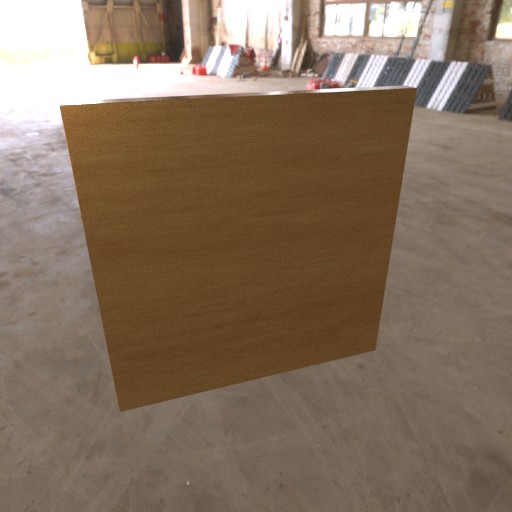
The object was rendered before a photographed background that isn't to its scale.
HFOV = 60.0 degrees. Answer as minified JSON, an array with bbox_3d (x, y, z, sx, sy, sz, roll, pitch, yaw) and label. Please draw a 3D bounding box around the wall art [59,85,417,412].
[{"bbox_3d":[0.000,0.000,0.436,0.302,0.302,0.019,-9,29,-17],"label":"wall art"}]
